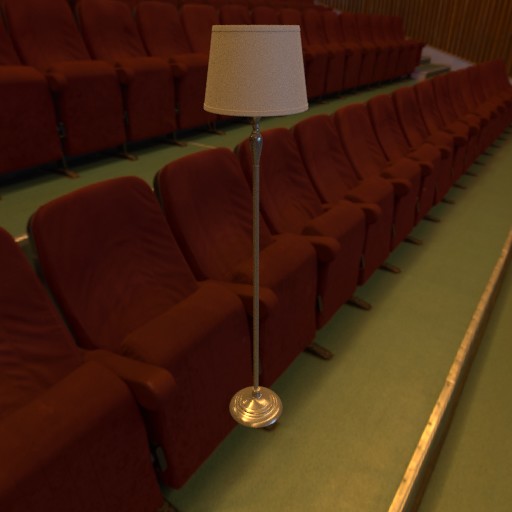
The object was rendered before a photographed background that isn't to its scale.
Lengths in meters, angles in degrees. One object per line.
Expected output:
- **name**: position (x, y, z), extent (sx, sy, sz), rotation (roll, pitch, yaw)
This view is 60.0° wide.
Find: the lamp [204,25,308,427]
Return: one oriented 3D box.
- **lamp**: position (0.000, 0.000, 1.633), extent (0.327, 1.506, 0.327), rotation (17, 32, 30)
